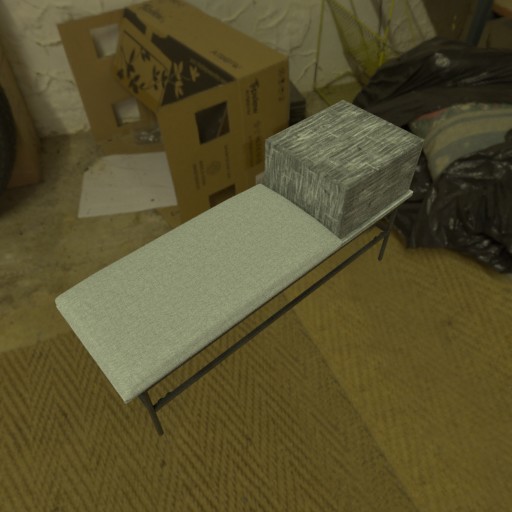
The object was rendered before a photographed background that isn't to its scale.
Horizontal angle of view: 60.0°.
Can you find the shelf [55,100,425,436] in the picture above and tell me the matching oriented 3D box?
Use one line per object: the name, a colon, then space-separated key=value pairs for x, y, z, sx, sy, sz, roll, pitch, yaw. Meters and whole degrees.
shelf: x=0.000 y=0.000 z=1.676 sx=1.342 sy=0.633 sz=0.457 roll=-33 pitch=56 yaw=-27
